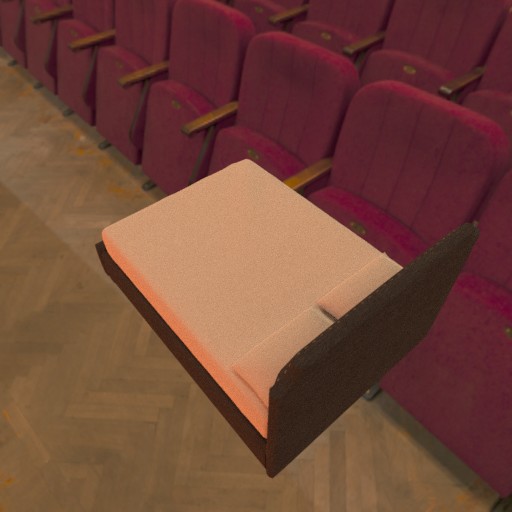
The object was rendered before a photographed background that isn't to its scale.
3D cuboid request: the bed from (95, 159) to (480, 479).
[{"bbox_3d":[0.000,0.000,3.402,1.713,1.443,2.372,-32,55,-26],"label":"bed"}]
